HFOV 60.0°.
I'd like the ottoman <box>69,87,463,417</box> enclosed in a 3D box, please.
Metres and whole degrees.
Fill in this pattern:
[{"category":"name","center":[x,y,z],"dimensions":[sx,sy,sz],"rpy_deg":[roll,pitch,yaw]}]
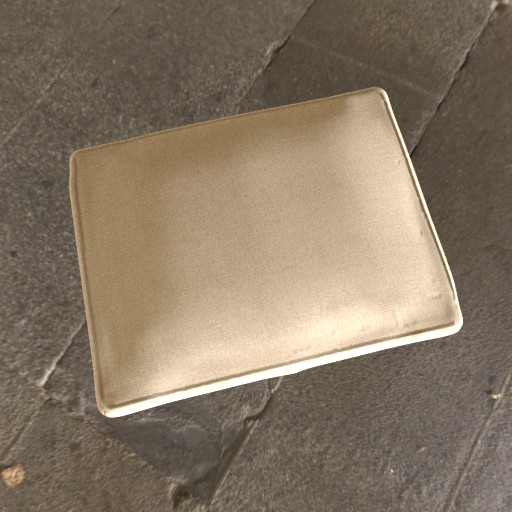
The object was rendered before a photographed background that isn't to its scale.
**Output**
[{"category":"ottoman","center":[0.000,0.000,1.211],"dimensions":[0.833,0.485,0.650],"rpy_deg":[-13,75,-4]}]
